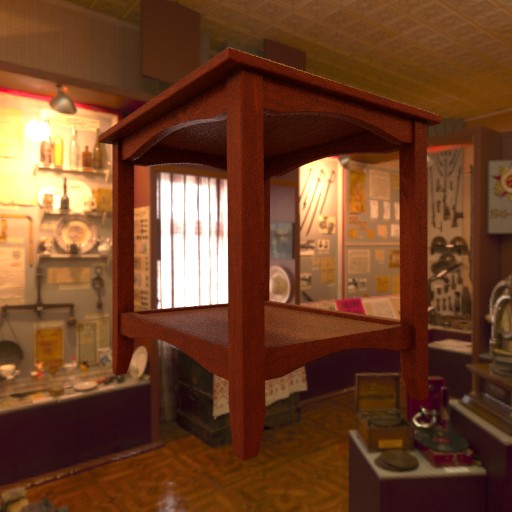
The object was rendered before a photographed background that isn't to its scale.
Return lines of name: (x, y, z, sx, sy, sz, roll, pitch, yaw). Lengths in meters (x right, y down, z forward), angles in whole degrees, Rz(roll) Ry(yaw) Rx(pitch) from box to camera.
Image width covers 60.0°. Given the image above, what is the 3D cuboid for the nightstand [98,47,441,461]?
nightstand: (0.000, 0.000, 0.957, 0.501, 0.558, 0.558, 0, 1, -36)
